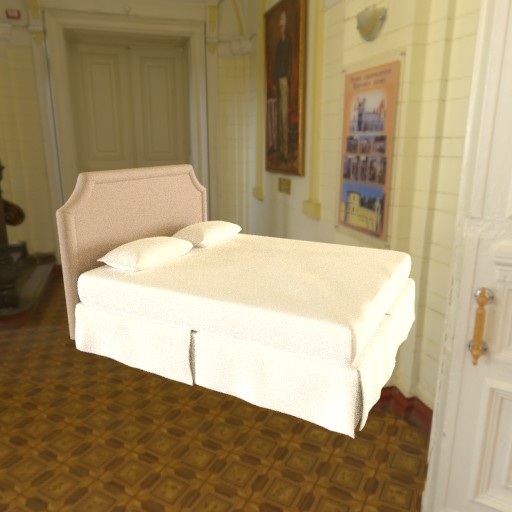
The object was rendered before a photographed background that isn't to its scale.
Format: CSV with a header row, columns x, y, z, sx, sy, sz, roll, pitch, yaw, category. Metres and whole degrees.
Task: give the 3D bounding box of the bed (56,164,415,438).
x,y,z,sx,sy,sz,roll,pitch,yaw,category
0.000,0.000,4.263,2.773,1.590,2.350,8,17,27,bed
